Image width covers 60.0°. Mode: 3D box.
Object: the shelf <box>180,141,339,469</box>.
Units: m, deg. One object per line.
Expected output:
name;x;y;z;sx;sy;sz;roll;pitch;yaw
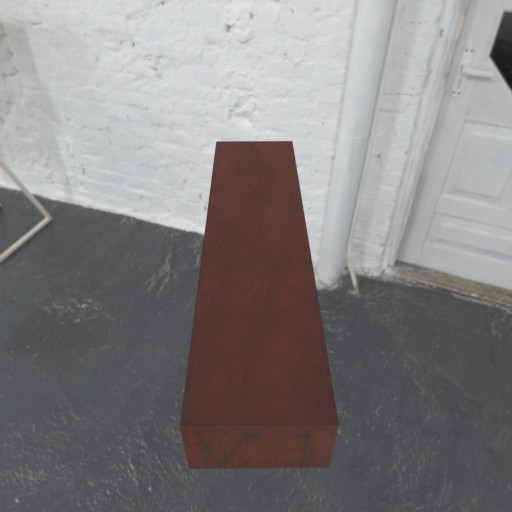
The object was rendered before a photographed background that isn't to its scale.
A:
shelf;0.000;0.000;0.682;0.152;0.088;0.607;0;40;0
